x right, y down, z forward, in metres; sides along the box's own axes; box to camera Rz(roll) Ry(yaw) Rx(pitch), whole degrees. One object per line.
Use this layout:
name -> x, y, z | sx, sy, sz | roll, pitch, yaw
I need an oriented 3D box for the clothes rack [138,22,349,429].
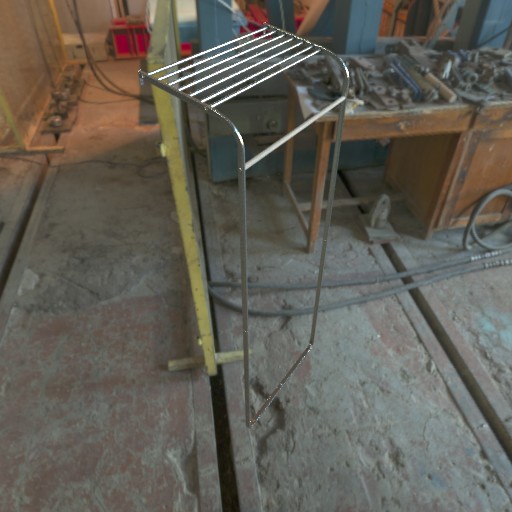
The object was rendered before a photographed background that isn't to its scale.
clothes rack -> 0.000, 0.000, 1.813 | 0.349, 1.574, 0.609 | 25, 47, 26
